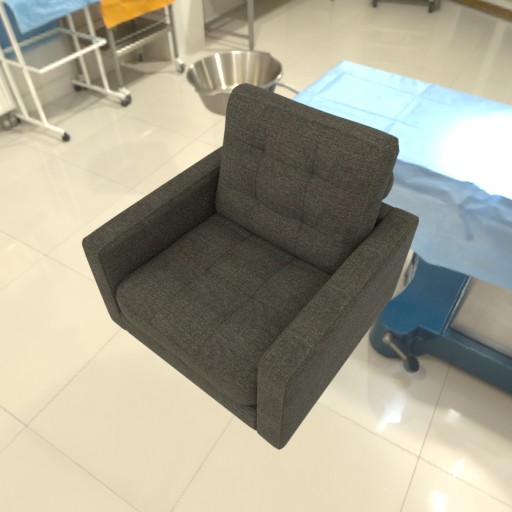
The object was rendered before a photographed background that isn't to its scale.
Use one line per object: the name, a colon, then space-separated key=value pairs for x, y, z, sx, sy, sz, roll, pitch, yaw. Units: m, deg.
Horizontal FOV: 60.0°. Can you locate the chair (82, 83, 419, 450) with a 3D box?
chair: x=0.000 y=0.000 z=1.544 sx=0.821 sy=0.880 sz=0.843 roll=29 pitch=53 yaw=25
